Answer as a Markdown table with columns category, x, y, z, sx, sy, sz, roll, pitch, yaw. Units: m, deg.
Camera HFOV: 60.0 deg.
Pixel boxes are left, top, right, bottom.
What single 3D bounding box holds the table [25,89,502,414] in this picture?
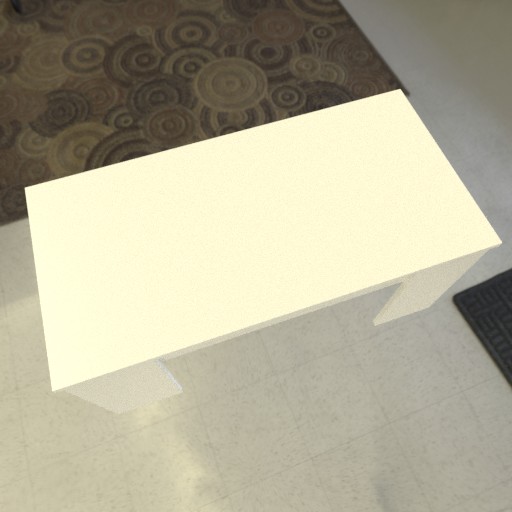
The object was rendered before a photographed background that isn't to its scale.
| category | x | y | z | sx | sy | sz | roll | pitch | yaw |
| --- | --- | --- | --- | --- | --- | --- | --- | --- | --- |
| table | 0.000 | 0.000 | 1.225 | 1.000 | 0.440 | 0.500 | -17 | 65 | -8 |
